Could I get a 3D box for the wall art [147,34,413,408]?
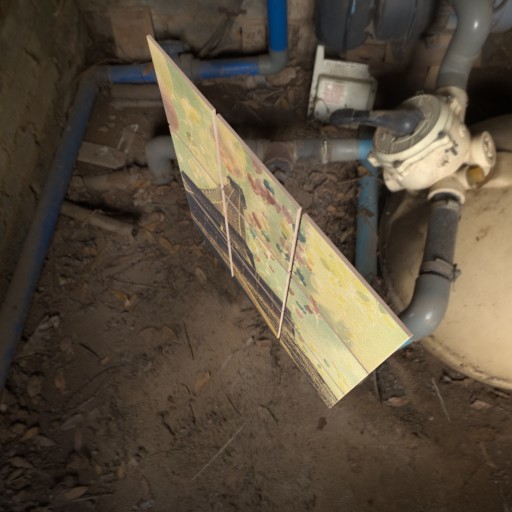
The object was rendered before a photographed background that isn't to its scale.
[{"bbox_3d":[0.000,0.000,1.764,0.013,1.218,1.219,-32,68,-15],"label":"wall art"}]
